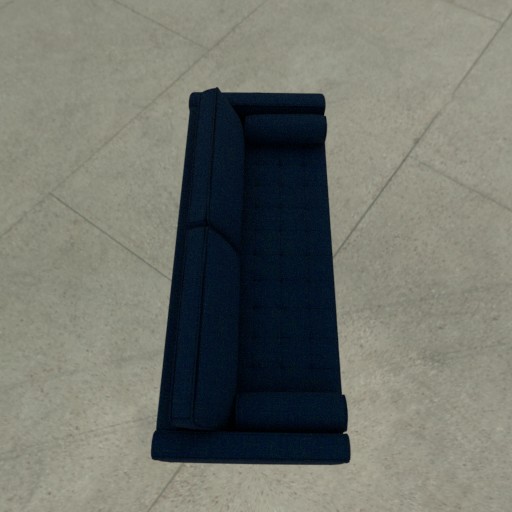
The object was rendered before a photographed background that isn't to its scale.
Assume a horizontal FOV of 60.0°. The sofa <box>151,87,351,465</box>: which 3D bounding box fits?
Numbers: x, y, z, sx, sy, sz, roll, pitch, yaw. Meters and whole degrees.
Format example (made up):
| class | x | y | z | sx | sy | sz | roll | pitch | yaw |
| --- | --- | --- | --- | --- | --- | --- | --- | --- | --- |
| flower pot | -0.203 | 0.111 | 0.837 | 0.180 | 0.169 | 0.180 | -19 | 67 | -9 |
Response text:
| class | x | y | z | sx | sy | sz | roll | pitch | yaw |
| --- | --- | --- | --- | --- | --- | --- | --- | --- | --- |
| sofa | 0.000 | 0.000 | 2.600 | 0.914 | 0.762 | 2.210 | 1 | 64 | 0 |
